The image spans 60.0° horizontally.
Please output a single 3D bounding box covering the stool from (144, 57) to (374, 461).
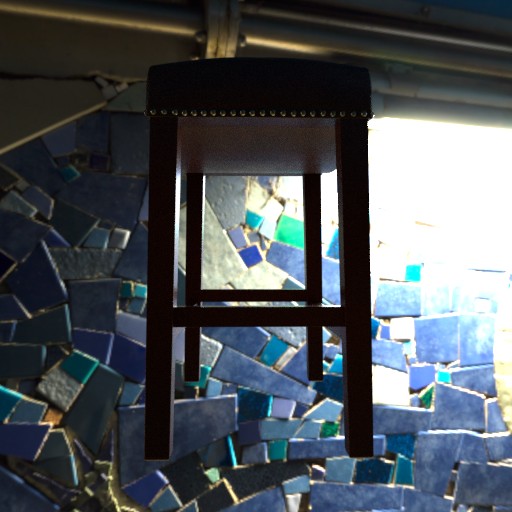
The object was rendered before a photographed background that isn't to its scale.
[{"bbox_3d":[0.000,0.000,0.952,0.372,0.657,0.504,0,-1,-1],"label":"stool"}]
